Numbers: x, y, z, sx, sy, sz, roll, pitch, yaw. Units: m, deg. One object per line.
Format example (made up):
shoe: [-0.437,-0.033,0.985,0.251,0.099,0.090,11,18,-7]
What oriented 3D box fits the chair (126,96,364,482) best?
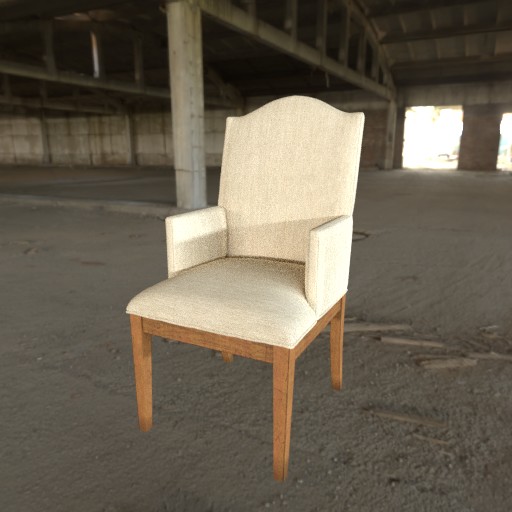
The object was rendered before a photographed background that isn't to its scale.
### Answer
chair: [0.000,0.000,1.406,0.533,1.016,0.641,7,16,26]
